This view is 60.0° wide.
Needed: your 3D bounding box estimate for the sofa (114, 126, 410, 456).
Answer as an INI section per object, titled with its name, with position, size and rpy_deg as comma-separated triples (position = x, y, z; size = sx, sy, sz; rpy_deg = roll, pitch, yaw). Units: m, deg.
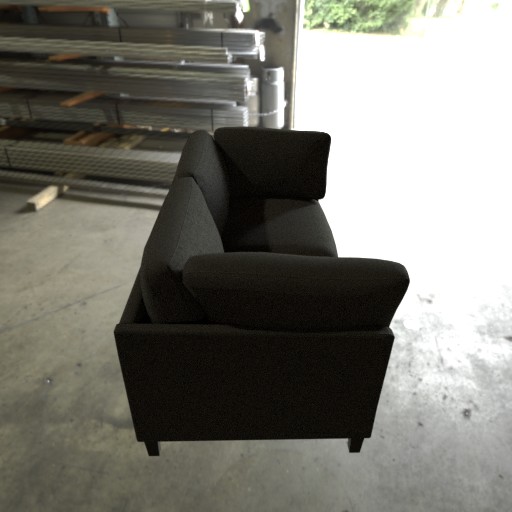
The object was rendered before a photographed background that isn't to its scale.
[sofa]
position = 0.000, 0.000, 2.296
size = 0.969, 0.920, 1.751
rpy_deg = -1, 31, -1
